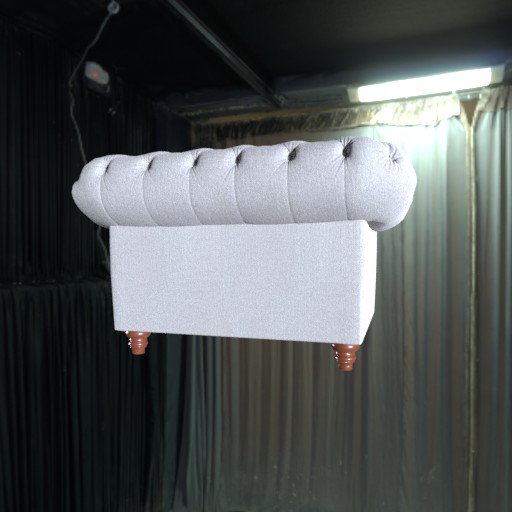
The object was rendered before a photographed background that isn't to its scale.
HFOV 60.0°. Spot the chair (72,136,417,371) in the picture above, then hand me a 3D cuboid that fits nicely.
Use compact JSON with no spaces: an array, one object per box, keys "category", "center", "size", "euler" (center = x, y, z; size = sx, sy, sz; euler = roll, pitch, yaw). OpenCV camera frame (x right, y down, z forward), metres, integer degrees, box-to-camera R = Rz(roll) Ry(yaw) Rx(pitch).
[{"category":"chair","center":[0.000,0.000,1.895],"size":[1.270,0.770,0.976],"euler":[0,0,18]}]
